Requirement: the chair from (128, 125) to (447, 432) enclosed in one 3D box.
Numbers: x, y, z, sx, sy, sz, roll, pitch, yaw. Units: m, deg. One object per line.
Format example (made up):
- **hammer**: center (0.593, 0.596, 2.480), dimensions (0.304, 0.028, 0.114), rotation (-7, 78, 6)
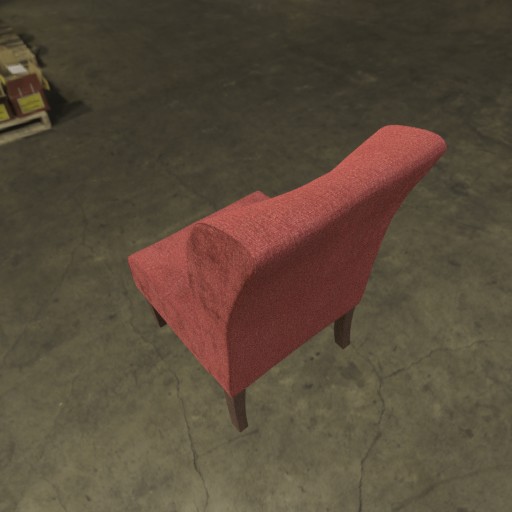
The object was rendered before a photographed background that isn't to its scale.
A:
- **chair**: center (0.000, 0.000, 1.256), dimensions (0.538, 0.846, 0.640), rotation (-30, 53, -26)
